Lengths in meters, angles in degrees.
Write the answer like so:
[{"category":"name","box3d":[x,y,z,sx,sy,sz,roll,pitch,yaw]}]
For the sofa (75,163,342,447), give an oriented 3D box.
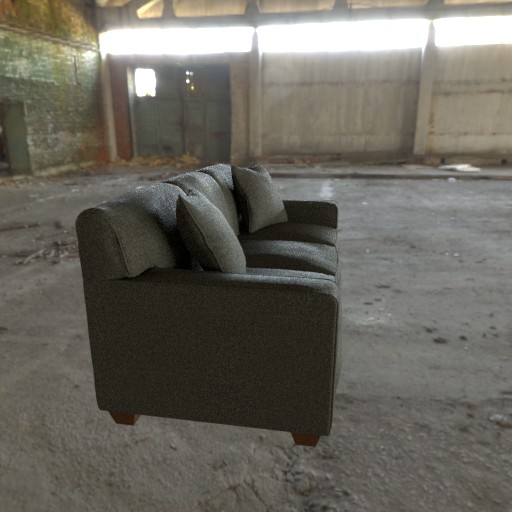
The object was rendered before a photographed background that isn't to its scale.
[{"category":"sofa","box3d":[0.000,0.000,2.565,0.997,0.958,2.024,3,17,10]}]
